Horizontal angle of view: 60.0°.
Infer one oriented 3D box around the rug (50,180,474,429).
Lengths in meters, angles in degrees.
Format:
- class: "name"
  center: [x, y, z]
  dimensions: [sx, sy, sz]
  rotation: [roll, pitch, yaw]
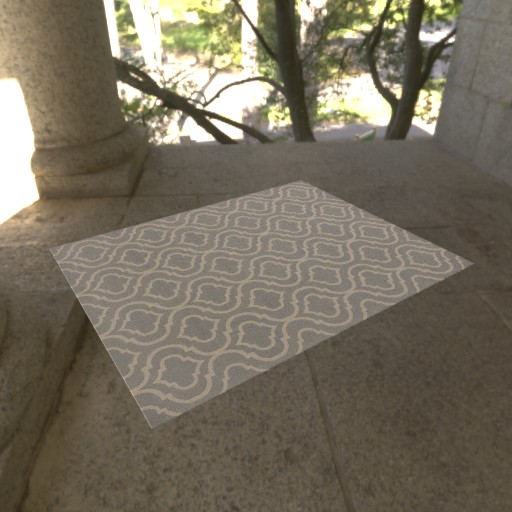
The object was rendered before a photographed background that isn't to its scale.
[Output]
- class: "rug"
  center: [0.000, 0.000, 3.842]
  dimensions: [2.892, 0.006, 2.283]
  rotation: [-20, 36, -29]
